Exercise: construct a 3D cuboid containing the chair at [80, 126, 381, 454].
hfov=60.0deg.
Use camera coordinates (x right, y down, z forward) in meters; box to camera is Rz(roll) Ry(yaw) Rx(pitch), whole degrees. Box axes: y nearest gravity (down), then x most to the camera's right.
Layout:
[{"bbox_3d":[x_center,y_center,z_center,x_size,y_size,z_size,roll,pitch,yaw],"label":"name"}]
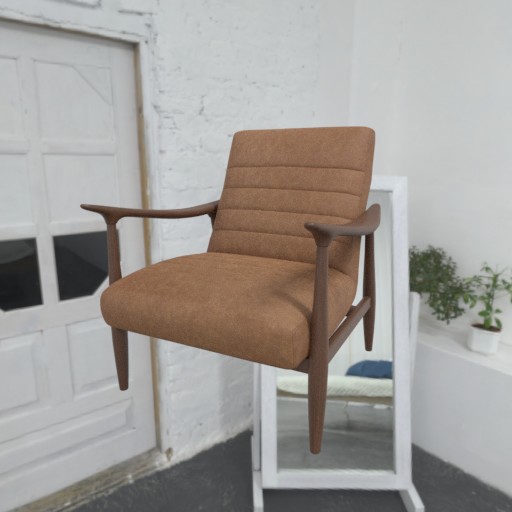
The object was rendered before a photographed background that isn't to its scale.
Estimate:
[{"bbox_3d":[0.000,0.000,1.445,0.741,0.832,0.798,7,15,27],"label":"chair"}]
